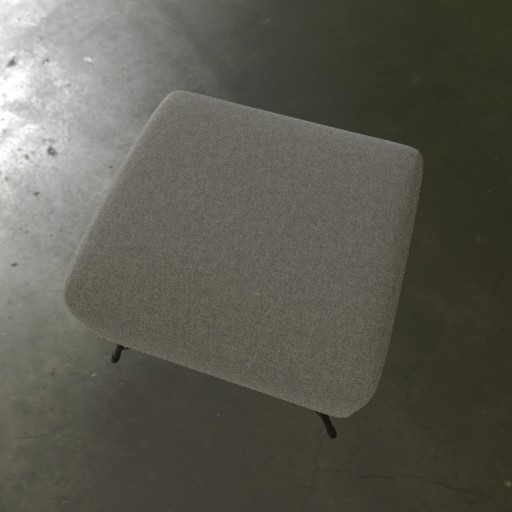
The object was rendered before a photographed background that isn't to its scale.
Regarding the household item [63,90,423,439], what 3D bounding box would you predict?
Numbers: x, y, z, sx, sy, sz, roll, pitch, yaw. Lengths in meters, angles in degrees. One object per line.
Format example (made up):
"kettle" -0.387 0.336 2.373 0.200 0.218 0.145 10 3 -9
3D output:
"household item" 0.000 0.000 0.901 0.530 0.410 0.530 16 65 8
